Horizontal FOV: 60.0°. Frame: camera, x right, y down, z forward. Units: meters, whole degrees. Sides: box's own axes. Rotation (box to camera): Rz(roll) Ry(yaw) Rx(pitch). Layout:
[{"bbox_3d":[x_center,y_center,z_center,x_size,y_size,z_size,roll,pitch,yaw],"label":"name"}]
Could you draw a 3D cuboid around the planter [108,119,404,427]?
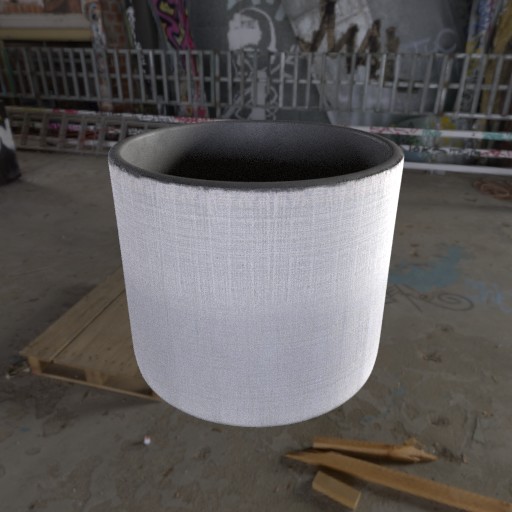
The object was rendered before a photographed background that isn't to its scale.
[{"bbox_3d":[0.000,0.000,0.436,0.254,0.221,0.254,0,26,0],"label":"planter"}]
